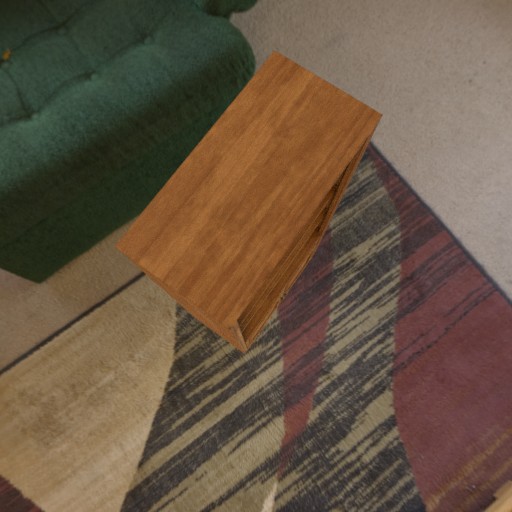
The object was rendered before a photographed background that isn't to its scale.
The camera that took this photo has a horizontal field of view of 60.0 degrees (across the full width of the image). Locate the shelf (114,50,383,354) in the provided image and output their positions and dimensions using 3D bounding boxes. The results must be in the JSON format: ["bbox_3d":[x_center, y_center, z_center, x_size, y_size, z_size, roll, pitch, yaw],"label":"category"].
[{"bbox_3d":[0.000,0.000,2.345,0.453,1.930,0.864,34,78,8],"label":"shelf"}]
